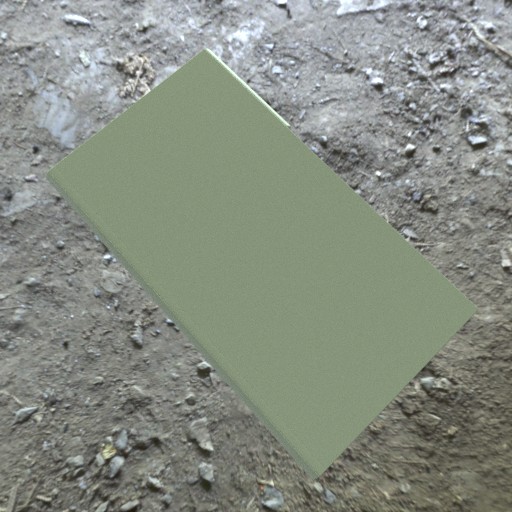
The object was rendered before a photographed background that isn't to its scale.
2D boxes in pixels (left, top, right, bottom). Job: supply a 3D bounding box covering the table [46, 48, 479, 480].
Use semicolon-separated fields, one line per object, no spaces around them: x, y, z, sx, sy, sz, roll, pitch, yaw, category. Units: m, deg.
0.000;0.000;1.432;0.639;0.442;1.097;-42;80;-9;table
